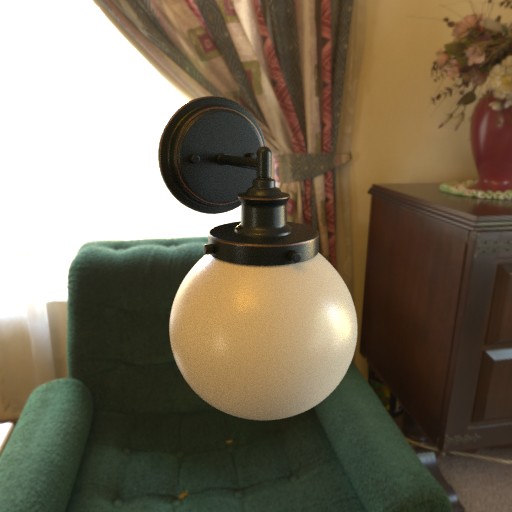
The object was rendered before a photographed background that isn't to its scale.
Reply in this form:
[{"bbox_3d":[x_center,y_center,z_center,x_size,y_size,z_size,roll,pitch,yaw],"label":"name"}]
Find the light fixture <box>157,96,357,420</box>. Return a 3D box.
[{"bbox_3d":[0.000,0.000,0.469,0.197,0.332,0.230,-8,18,-26],"label":"light fixture"}]
